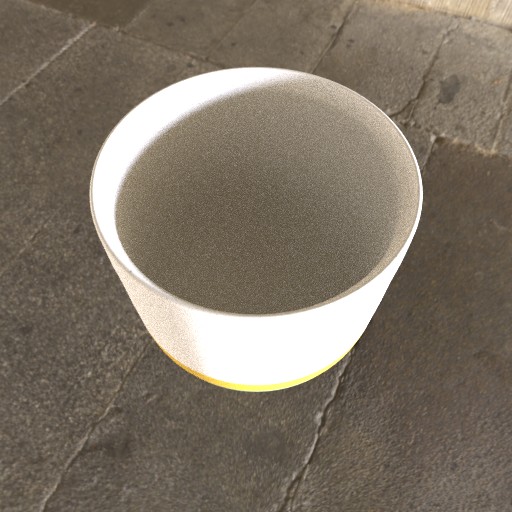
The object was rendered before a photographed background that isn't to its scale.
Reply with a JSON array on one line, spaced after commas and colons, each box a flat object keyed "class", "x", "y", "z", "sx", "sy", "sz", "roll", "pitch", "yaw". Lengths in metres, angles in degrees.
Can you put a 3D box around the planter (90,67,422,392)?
[{"class": "planter", "x": 0.000, "y": 0.000, "z": 0.474, "sx": 0.268, "sy": 0.270, "sz": 0.268, "roll": 0, "pitch": 58, "yaw": 0}]
